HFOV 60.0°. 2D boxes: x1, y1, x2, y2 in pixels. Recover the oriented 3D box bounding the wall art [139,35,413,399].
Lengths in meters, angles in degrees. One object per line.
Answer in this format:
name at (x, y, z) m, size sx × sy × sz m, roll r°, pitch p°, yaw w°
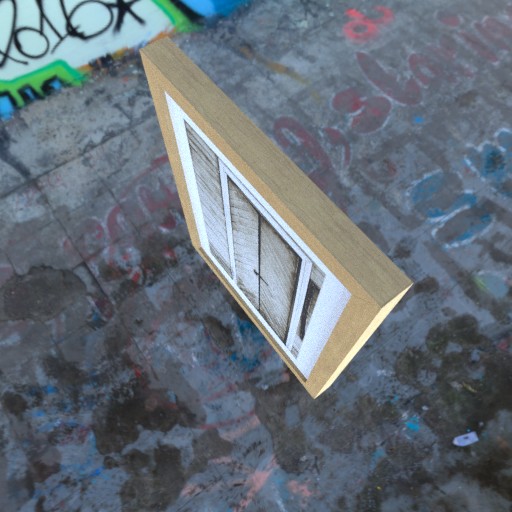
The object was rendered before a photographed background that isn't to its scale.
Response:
wall art at (0.000, 0.000, 0.520) m, size 0.030 × 0.380 × 0.312 m, roll -34°, pitch 68°, yaw -16°
